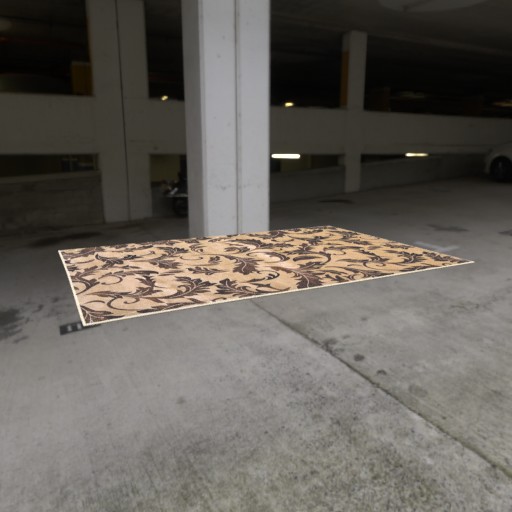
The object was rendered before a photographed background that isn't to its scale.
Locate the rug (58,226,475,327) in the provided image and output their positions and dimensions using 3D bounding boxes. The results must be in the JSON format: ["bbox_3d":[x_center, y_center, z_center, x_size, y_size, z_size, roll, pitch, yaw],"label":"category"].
[{"bbox_3d":[0.000,0.000,2.895,2.284,0.008,1.522,-7,15,-26],"label":"rug"}]
